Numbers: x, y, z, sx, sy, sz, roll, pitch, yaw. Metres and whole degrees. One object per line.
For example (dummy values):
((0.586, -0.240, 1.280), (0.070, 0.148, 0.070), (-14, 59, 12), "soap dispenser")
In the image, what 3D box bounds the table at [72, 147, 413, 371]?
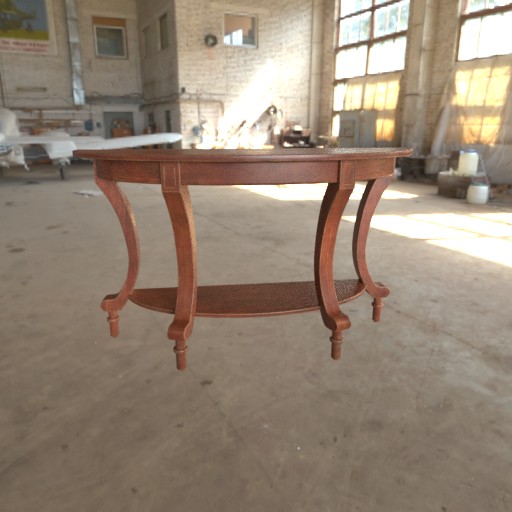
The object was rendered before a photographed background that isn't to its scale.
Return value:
((0.000, 0.000, 1.517), (1.198, 0.699, 0.394), (-2, 16, -7), "table")
